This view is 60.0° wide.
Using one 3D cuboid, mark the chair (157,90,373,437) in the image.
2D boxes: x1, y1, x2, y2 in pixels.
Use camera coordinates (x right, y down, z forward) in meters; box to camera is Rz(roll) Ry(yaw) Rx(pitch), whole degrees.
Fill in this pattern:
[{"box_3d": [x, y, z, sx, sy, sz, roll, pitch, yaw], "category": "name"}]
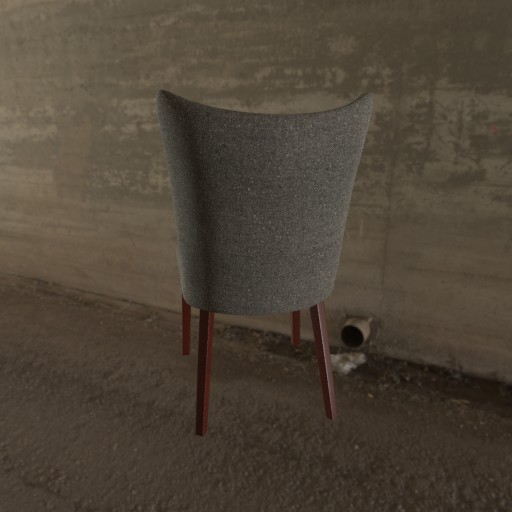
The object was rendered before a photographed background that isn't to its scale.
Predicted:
[{"box_3d": [0.000, 0.000, 1.357, 0.535, 0.924, 0.623, -3, 16, -10], "category": "chair"}]
